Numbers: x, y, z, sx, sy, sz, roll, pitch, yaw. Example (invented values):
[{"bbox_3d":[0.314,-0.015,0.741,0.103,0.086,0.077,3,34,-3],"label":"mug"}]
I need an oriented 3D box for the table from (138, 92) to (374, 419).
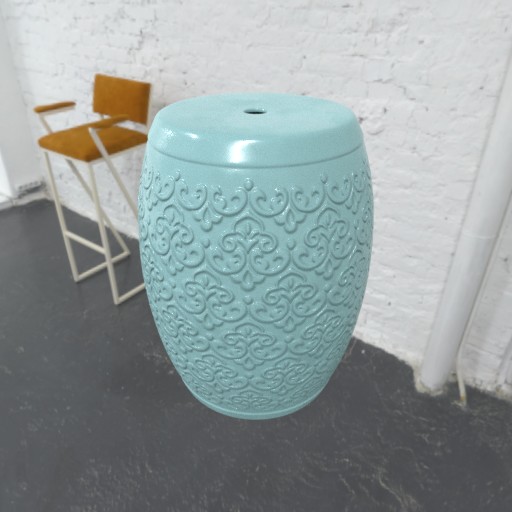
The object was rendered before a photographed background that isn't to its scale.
[{"bbox_3d":[0.000,0.000,0.618,0.309,0.397,0.309,0,30,0],"label":"table"}]
